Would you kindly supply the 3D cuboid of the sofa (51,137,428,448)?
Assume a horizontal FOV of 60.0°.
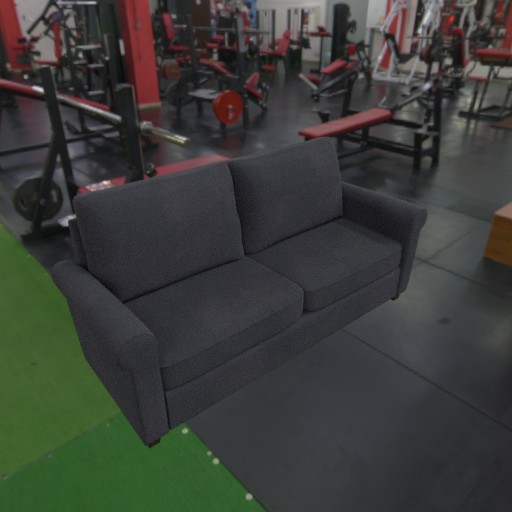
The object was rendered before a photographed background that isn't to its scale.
[{"bbox_3d":[0.000,0.000,2.413,1.935,0.942,0.842,-22,36,-33],"label":"sofa"}]
